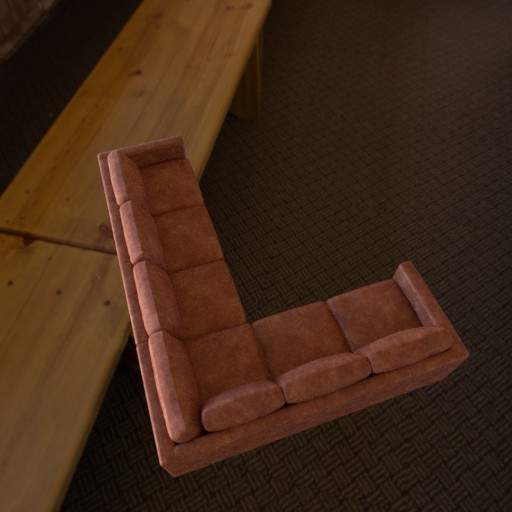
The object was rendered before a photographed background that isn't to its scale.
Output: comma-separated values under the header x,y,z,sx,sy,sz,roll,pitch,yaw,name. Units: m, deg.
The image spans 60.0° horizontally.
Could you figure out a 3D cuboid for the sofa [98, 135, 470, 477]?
x,y,z,sx,sy,sz,roll,pitch,yaw,name
0.000,0.000,4.249,2.438,0.838,3.150,-16,58,-10,sofa
